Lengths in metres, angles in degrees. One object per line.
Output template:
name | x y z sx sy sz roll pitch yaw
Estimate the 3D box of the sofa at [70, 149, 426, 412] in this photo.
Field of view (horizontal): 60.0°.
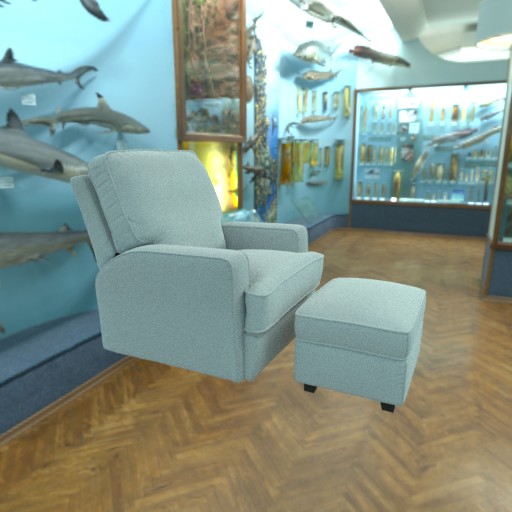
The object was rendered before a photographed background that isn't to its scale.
sofa | 0.000 0.000 2.050 1.472 0.959 0.861 7 15 25
